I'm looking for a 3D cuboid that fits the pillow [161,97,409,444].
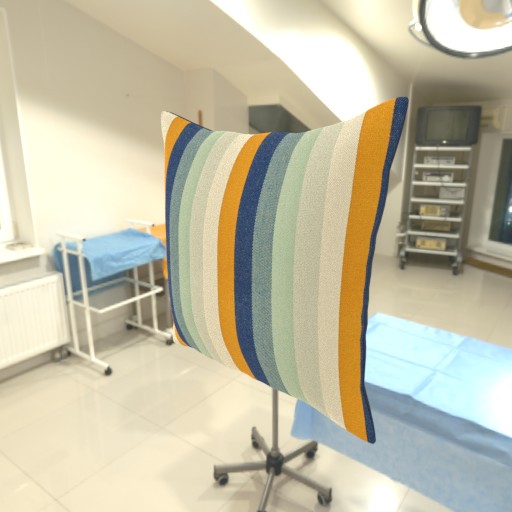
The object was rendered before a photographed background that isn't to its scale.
[{"bbox_3d":[0.000,0.000,0.703,0.463,0.454,0.173,14,21,41],"label":"pillow"}]
